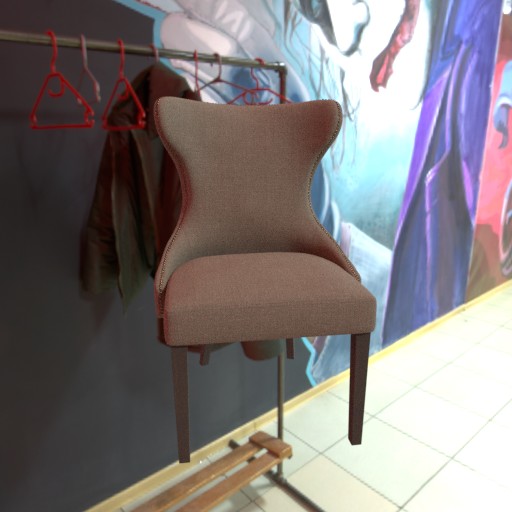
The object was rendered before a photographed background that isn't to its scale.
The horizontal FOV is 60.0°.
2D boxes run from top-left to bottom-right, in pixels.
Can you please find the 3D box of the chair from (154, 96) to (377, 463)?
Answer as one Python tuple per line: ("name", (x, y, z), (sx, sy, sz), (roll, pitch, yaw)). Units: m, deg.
("chair", (0.000, 0.000, 1.388), (0.628, 0.967, 0.635), (-2, 16, -8))
